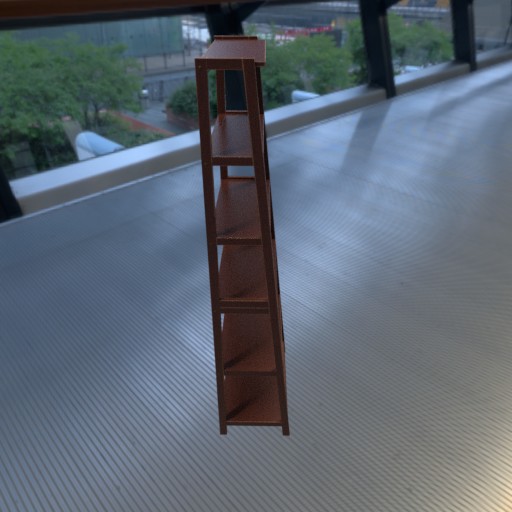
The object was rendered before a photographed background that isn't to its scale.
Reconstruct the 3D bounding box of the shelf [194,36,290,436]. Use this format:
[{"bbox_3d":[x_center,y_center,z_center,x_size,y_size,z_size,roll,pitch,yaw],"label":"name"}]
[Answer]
[{"bbox_3d":[0.000,0.000,2.189,0.381,1.892,0.660,1,32,1],"label":"shelf"}]
